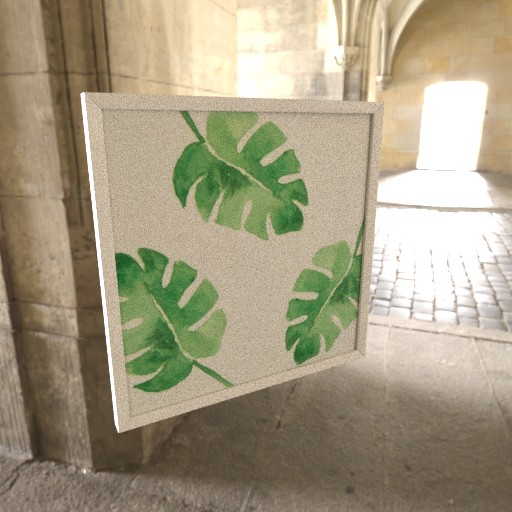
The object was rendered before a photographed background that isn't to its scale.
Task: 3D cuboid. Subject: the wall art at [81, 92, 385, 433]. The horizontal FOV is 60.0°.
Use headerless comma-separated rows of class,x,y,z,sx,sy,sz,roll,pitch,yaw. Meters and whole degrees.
wall art,0.000,0.000,1.135,0.762,0.762,0.040,-9,18,-27
